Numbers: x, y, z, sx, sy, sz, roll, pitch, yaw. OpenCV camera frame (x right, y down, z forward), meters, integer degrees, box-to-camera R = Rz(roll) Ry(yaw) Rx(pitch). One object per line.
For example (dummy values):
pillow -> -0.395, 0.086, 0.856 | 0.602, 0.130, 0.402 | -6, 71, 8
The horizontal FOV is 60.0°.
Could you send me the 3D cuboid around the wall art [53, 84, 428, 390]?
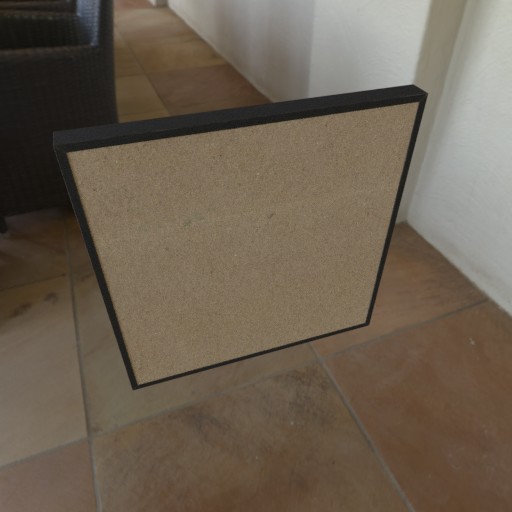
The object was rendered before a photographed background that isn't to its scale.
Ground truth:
wall art -> 0.000, 0.000, 0.753 | 0.508, 0.508, 0.038 | -12, 42, -14
